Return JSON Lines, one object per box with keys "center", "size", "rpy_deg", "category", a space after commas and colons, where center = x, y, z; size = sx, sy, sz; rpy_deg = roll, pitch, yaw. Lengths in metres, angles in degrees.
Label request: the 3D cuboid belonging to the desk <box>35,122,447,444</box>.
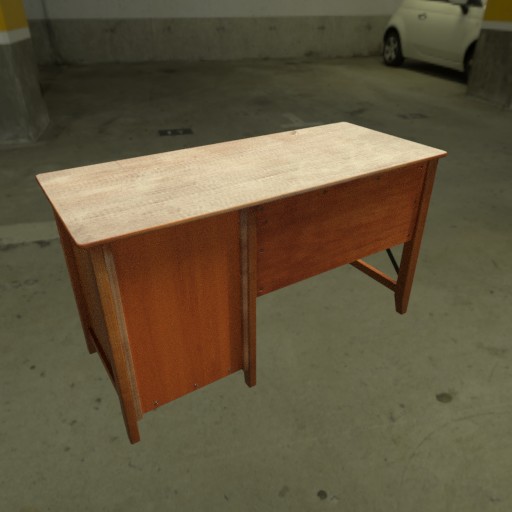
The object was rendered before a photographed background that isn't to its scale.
{"center": [0.000, 0.000, 1.742], "size": [1.353, 0.756, 0.574], "rpy_deg": [-18, 34, -28], "category": "desk"}
